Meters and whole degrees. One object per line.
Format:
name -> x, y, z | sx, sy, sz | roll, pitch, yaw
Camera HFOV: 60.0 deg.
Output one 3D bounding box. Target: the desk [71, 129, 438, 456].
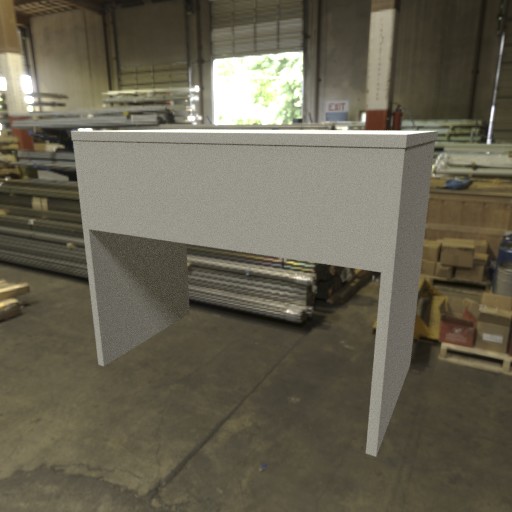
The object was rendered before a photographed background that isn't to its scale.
desk -> 0.000, 0.000, 1.344 | 0.900, 0.729, 0.498 | 8, 19, 26
